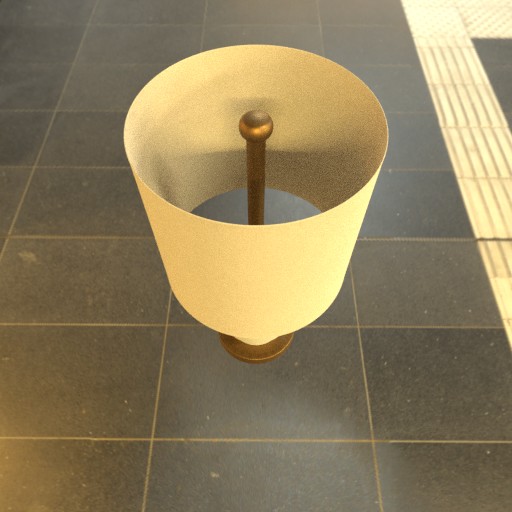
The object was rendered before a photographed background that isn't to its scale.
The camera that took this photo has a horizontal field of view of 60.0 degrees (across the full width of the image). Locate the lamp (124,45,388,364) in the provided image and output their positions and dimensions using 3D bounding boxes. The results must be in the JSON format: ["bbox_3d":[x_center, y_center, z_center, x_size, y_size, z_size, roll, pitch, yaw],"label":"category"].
[{"bbox_3d":[0.000,0.000,0.524,0.210,0.410,0.210,-16,59,-10],"label":"lamp"}]
